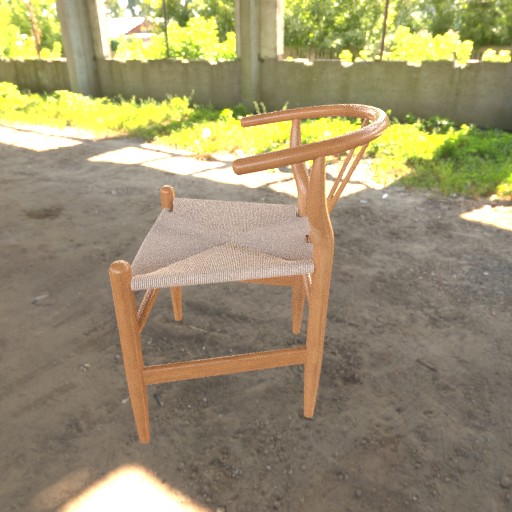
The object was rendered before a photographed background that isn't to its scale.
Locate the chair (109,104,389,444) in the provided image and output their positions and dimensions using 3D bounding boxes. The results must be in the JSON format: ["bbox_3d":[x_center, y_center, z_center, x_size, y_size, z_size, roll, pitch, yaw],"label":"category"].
[{"bbox_3d":[0.000,0.000,1.150,0.579,0.730,0.569,0,25,0],"label":"chair"}]
